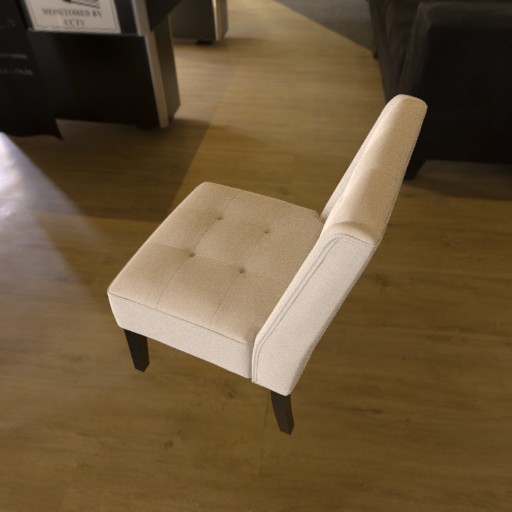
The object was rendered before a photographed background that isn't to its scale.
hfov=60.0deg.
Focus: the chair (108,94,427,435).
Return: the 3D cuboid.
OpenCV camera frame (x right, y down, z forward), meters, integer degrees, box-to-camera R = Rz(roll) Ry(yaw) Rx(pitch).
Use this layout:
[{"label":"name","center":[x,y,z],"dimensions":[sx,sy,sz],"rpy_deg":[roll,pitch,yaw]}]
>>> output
[{"label":"chair","center":[0.000,0.000,1.279],"dimensions":[0.676,0.853,0.569],"rpy_deg":[17,47,17]}]
